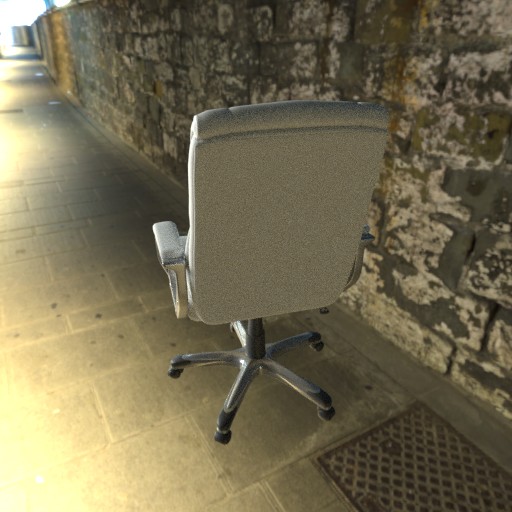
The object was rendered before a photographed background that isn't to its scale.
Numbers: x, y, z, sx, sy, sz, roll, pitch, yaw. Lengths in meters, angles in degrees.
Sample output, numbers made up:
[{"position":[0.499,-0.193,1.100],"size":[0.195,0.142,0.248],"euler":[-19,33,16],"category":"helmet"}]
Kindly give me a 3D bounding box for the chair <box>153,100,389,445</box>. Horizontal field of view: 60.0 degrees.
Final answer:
[{"position":[0.000,0.000,1.553],"size":[0.687,1.120,0.738],"euler":[-7,28,-14],"category":"chair"}]
